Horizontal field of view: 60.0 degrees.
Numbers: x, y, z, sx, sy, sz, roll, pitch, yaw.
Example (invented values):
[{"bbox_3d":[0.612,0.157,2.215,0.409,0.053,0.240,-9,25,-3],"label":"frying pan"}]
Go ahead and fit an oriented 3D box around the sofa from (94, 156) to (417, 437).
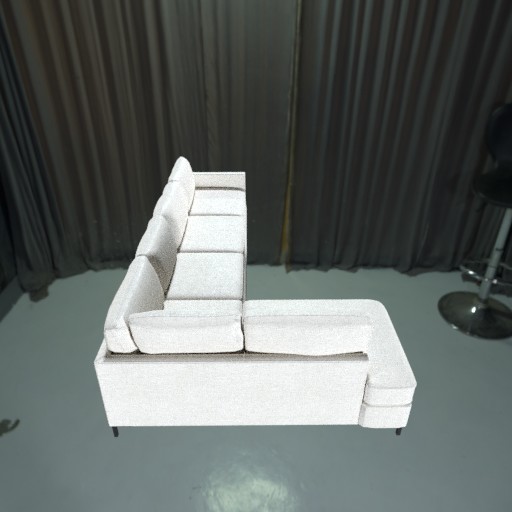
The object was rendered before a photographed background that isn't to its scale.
[{"bbox_3d":[0.000,0.000,4.276,2.048,0.996,3.384,0,31,0],"label":"sofa"}]
